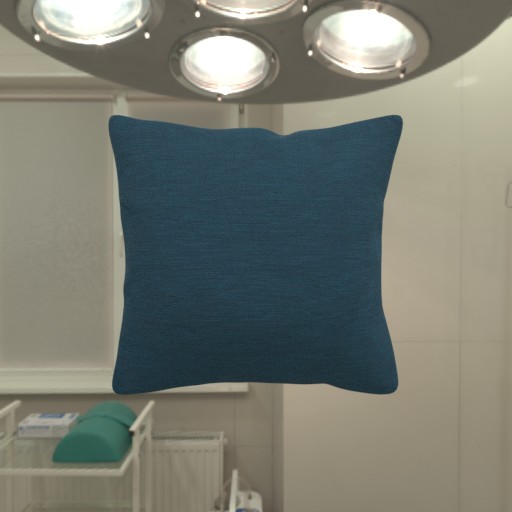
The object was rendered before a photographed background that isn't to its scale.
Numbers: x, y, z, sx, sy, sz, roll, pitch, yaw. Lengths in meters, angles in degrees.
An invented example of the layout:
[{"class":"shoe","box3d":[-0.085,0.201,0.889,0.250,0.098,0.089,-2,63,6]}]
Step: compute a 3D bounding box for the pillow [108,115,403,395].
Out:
[{"class":"pillow","box3d":[0.000,0.000,0.664,0.437,0.420,0.177,0,1,0]}]
